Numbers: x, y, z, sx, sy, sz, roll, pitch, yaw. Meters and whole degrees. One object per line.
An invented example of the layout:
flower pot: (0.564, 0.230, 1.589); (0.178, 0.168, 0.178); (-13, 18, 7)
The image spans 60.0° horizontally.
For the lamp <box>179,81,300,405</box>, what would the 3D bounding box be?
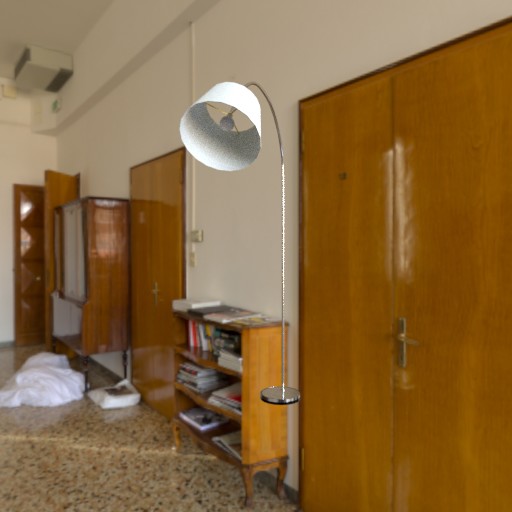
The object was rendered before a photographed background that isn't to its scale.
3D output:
lamp: (0.000, 0.000, 2.682); (0.406, 2.098, 1.445); (0, 1, 18)
